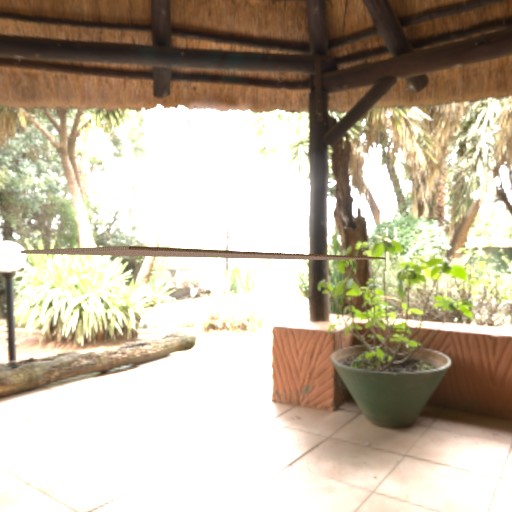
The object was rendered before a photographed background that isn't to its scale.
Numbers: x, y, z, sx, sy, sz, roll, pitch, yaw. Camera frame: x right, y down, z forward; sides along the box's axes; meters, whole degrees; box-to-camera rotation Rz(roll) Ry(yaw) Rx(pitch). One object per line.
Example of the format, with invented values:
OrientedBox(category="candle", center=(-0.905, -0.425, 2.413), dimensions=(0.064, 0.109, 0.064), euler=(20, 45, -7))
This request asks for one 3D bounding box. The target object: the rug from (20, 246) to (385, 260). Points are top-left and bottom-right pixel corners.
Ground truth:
OrientedBox(category="rug", center=(0.000, 0.000, 2.485), dimensions=(0.678, 0.014, 2.276), euler=(-1, -2, 36))
